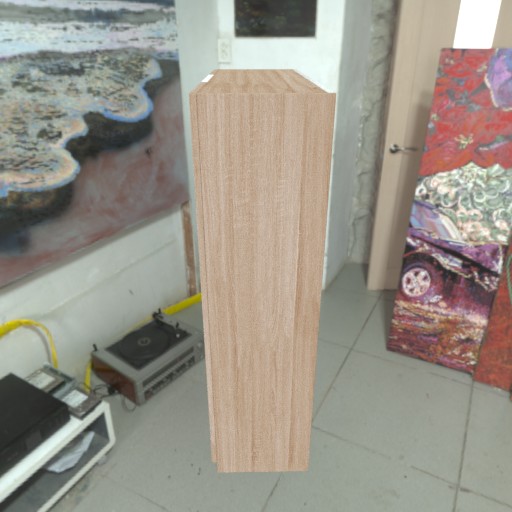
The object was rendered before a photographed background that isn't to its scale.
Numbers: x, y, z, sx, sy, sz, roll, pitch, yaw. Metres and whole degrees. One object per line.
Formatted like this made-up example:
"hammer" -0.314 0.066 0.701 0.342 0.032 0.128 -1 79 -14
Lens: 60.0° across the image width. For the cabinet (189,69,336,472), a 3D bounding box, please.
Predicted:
"cabinet" 0.000 0.000 2.836 0.590 2.120 1.500 0 26 -1
